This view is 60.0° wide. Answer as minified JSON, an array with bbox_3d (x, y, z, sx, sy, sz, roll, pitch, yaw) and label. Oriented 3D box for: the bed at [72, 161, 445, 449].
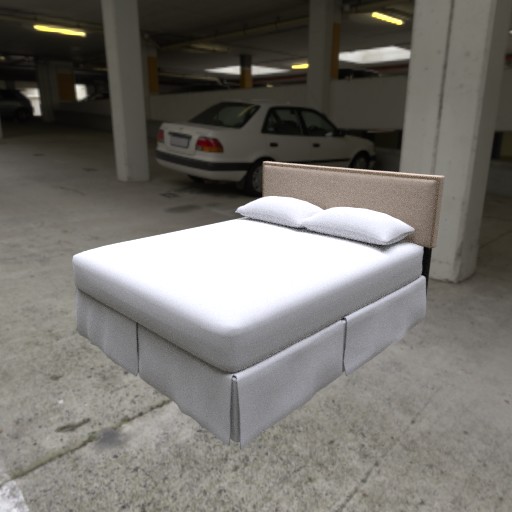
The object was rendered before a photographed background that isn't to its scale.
[{"bbox_3d":[0.000,0.000,2.903,1.616,1.016,1.876,16,23,42],"label":"bed"}]
